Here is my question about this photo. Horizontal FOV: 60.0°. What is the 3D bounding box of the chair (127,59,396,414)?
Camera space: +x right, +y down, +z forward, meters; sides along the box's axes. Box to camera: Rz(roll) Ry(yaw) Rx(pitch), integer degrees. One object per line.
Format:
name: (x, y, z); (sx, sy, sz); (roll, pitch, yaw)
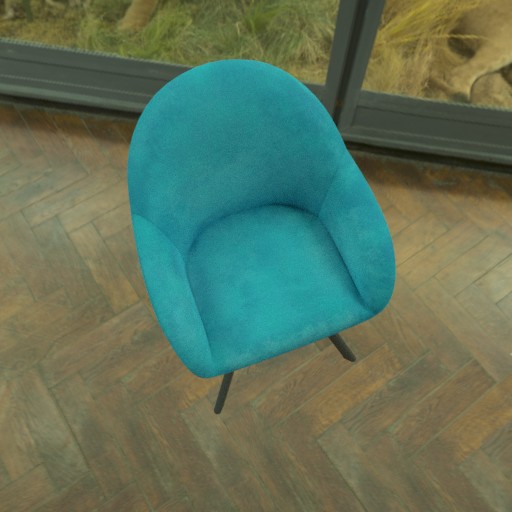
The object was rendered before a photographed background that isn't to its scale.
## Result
chair: (0.000, 0.000, 1.182); (0.550, 0.795, 0.590); (-19, 66, -9)
